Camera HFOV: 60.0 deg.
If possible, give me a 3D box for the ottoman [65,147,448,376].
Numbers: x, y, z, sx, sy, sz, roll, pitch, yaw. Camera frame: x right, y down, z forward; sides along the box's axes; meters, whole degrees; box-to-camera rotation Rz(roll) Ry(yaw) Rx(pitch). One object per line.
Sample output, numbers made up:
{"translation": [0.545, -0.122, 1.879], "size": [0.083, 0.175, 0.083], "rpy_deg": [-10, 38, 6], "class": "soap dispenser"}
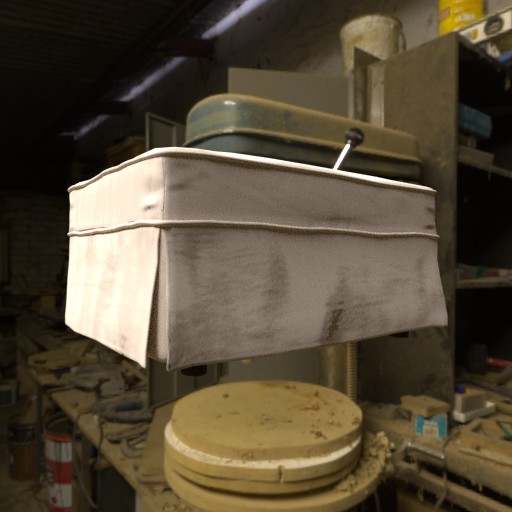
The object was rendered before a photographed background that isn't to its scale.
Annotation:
{"translation": [0.000, 0.000, 1.307], "size": [0.944, 0.479, 0.703], "rpy_deg": [0, 0, -37], "class": "ottoman"}
